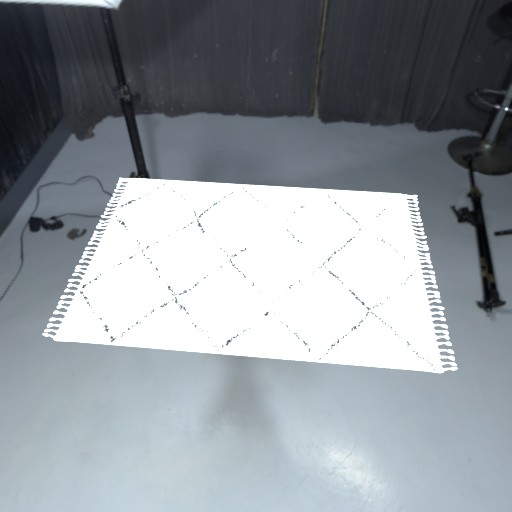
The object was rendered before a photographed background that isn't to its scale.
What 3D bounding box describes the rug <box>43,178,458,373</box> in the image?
[{"bbox_3d":[0.000,0.000,2.914,2.307,0.031,1.494,4,47,4],"label":"rug"}]
